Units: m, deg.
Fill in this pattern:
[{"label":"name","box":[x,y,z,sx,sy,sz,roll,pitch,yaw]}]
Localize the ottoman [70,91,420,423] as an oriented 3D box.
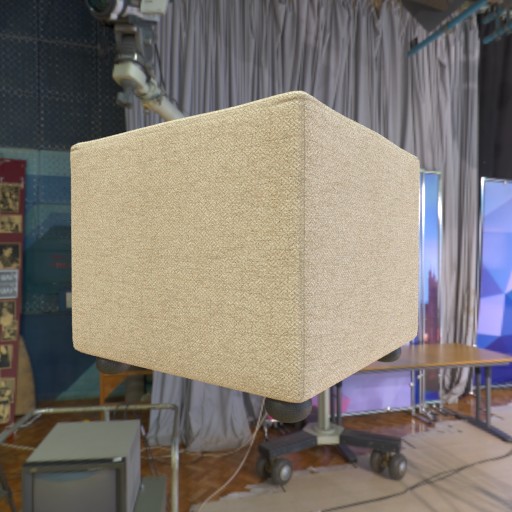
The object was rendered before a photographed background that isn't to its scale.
[{"label":"ottoman","box":[0.000,0.000,0.868,0.508,0.432,0.508,1,1,36]}]
